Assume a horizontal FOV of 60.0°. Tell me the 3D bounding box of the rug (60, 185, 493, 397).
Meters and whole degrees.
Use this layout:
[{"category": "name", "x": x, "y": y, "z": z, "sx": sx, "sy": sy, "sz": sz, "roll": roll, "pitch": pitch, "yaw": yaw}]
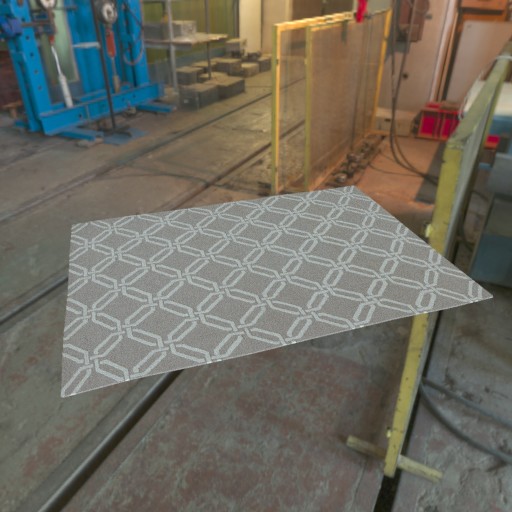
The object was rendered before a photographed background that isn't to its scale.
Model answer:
[{"category": "rug", "x": 0.000, "y": 0.000, "z": 2.646, "sx": 2.135, "sy": 0.013, "sz": 1.524, "roll": -10, "pitch": 34, "yaw": -15}]
